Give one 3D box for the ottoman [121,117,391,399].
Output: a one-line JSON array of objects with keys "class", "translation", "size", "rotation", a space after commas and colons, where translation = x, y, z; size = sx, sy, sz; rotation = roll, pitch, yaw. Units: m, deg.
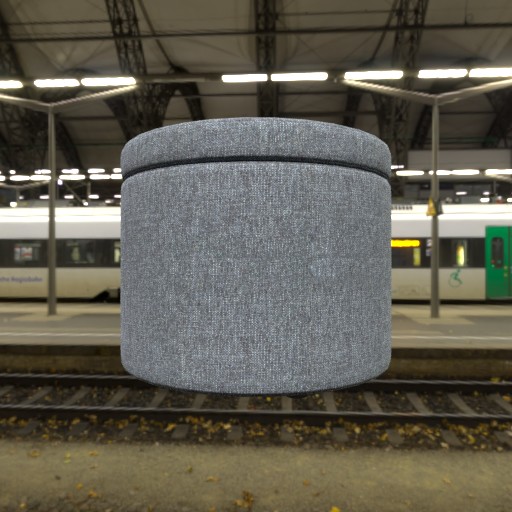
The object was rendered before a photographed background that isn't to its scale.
[{"class": "ottoman", "translation": [0.000, 0.000, 0.857], "size": [0.500, 0.419, 0.500], "rotation": [0, 0, 0]}]
